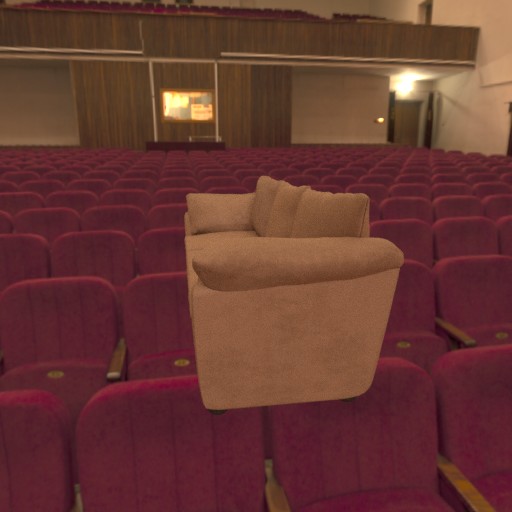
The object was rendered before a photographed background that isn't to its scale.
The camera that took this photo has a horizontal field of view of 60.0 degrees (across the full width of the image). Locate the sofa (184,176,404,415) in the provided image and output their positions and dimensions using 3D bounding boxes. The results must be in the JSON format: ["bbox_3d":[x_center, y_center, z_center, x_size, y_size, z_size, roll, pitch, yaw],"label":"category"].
[{"bbox_3d":[0.000,0.000,2.855,0.893,0.981,2.377,-2,14,-9],"label":"sofa"}]
